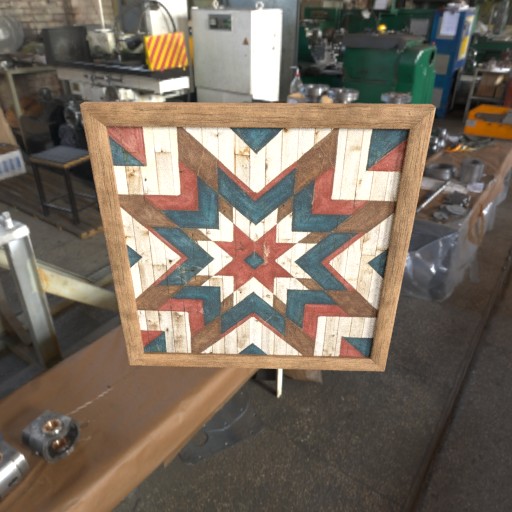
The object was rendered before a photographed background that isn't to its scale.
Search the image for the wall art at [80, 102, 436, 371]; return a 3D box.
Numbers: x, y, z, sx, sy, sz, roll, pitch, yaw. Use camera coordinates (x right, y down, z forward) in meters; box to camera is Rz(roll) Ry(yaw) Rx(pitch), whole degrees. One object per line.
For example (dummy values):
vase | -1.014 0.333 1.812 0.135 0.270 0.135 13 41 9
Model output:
wall art | 0.000 0.000 1.047 0.695 0.691 0.029 1 30 2
